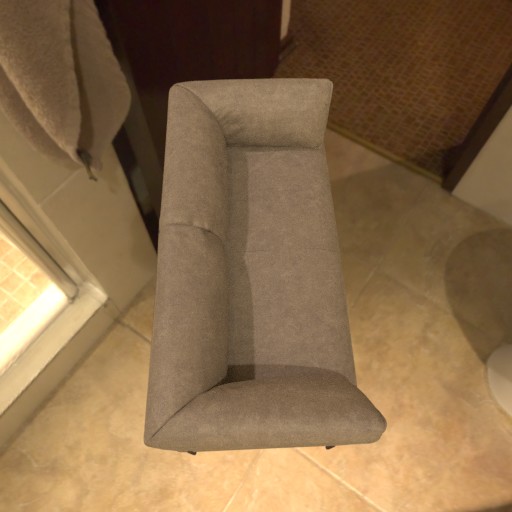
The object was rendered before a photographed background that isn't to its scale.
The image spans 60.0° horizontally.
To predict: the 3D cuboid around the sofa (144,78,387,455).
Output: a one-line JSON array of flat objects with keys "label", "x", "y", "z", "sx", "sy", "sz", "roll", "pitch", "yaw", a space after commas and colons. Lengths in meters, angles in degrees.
[{"label": "sofa", "x": 0.000, "y": 0.000, "z": 2.316, "sx": 0.905, "sy": 0.747, "sz": 1.878, "roll": -2, "pitch": 63, "yaw": -1}]
